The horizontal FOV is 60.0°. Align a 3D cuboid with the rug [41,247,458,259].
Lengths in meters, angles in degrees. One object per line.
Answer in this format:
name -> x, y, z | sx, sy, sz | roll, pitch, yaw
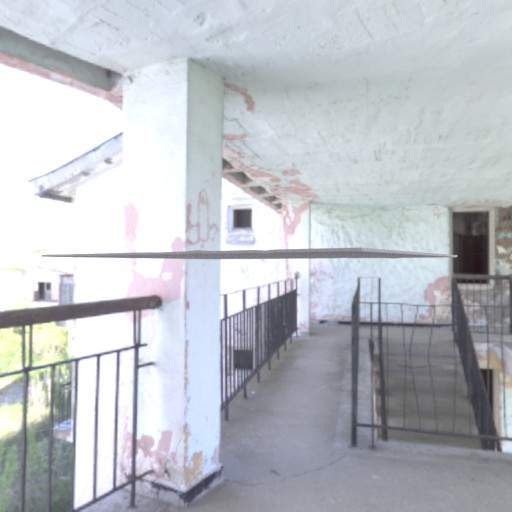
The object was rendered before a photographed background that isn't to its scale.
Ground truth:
rug -> 0.000, 0.000, 4.097 | 3.007, 0.032, 2.434 | -1, -1, 35
